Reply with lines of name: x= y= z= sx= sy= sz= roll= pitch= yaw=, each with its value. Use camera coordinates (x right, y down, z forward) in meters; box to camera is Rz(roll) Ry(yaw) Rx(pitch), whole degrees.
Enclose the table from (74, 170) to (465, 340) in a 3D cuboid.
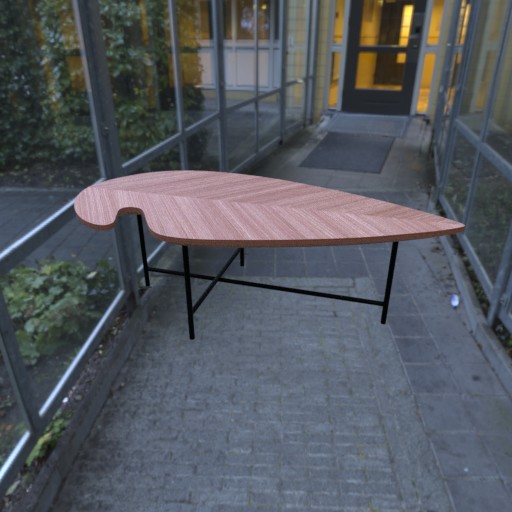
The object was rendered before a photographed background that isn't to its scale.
table: x=0.000 y=0.000 z=1.452 sx=1.199 sy=0.360 sz=0.598 roll=8 pitch=28 yaw=15
